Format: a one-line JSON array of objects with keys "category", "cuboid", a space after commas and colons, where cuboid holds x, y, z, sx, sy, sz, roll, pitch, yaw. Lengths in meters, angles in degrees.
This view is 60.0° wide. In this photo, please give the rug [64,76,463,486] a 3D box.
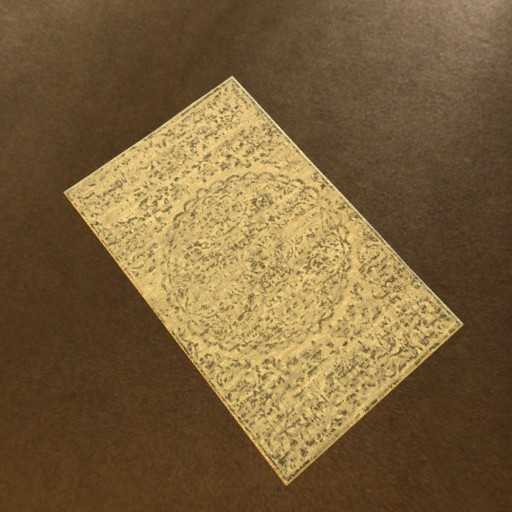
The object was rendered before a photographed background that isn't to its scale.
[{"category": "rug", "cuboid": [0.000, 0.000, 3.029, 1.527, 0.021, 2.447, -38, 78, -9]}]
